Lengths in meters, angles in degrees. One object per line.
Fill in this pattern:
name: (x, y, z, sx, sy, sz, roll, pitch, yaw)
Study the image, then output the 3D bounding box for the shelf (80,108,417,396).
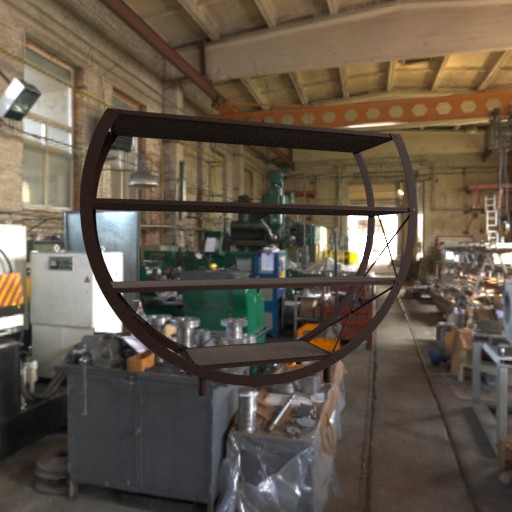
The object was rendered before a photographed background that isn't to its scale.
shelf: (0.000, 0.000, 1.925, 1.403, 1.063, 0.344, 0, 1, -18)
